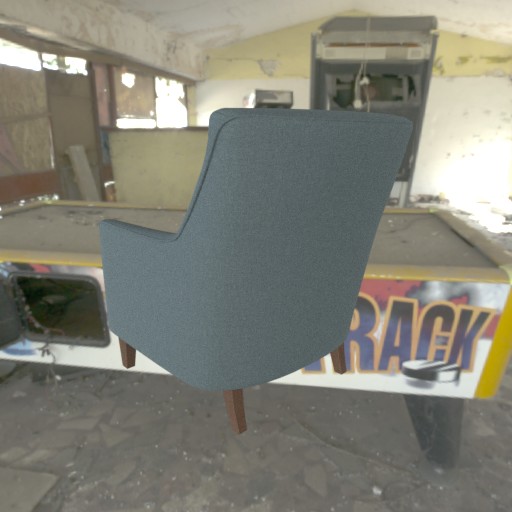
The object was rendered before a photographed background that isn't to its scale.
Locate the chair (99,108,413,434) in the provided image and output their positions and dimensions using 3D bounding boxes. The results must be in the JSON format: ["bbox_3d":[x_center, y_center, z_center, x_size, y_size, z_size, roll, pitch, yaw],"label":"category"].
[{"bbox_3d":[0.000,0.000,1.518,0.756,0.916,0.879,-14,20,-41],"label":"chair"}]
